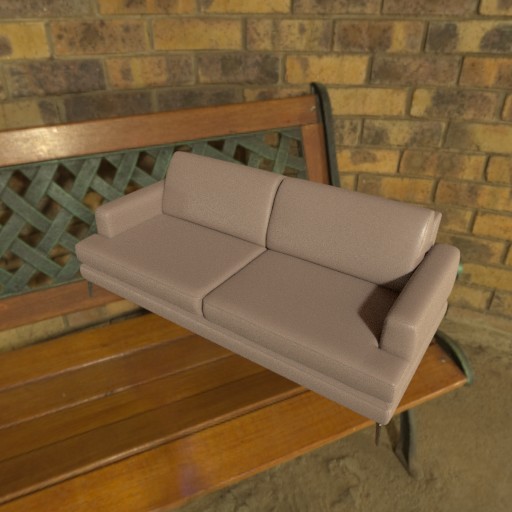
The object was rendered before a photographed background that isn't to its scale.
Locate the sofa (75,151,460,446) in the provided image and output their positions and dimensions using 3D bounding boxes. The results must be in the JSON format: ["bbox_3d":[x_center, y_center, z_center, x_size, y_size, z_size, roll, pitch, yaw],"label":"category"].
[{"bbox_3d":[0.000,0.000,2.446,1.940,0.765,0.974,19,36,29],"label":"sofa"}]
